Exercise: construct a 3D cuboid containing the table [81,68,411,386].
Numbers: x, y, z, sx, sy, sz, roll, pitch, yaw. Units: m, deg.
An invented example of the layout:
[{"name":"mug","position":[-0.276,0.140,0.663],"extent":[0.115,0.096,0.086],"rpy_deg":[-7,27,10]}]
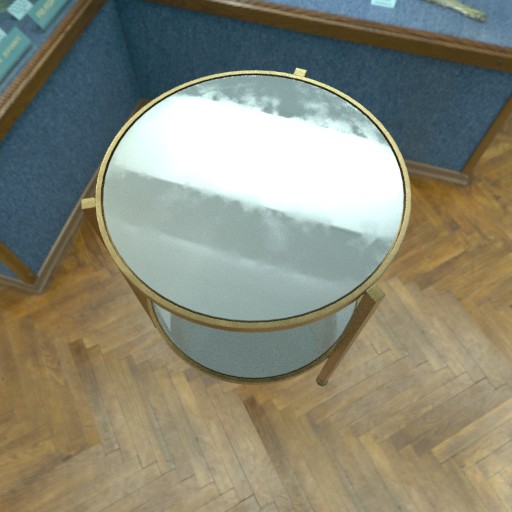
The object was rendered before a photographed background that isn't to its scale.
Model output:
[{"name":"table","position":[0.000,0.000,0.451],"extent":[0.231,0.269,0.243],"rpy_deg":[17,64,9]}]
